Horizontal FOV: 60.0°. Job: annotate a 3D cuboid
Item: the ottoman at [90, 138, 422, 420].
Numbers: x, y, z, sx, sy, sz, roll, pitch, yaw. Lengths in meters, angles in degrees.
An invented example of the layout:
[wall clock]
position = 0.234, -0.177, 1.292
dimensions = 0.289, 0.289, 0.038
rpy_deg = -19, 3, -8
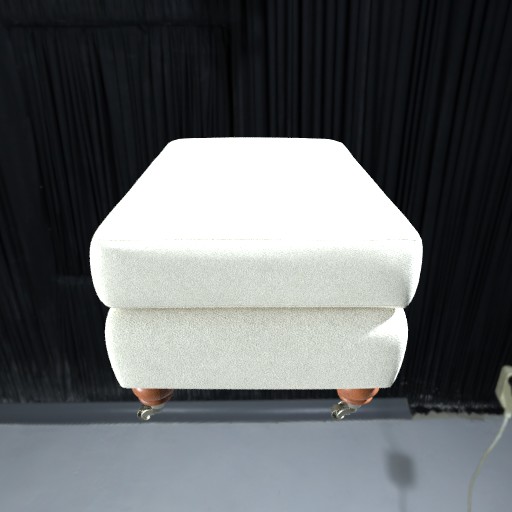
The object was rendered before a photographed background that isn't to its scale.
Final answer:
[ottoman]
position = 0.000, 0.000, 1.132
dimensions = 0.569, 0.499, 0.773
rpy_deg = 0, 26, 0
